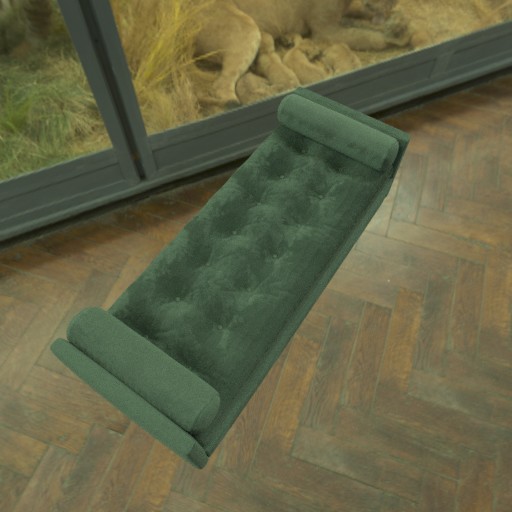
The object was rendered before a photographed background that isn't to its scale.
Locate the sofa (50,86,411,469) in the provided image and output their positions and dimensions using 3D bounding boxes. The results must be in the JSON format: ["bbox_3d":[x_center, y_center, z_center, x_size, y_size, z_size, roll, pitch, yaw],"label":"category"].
[{"bbox_3d":[0.000,0.000,2.494,0.796,0.705,2.102,30,64,17],"label":"sofa"}]
